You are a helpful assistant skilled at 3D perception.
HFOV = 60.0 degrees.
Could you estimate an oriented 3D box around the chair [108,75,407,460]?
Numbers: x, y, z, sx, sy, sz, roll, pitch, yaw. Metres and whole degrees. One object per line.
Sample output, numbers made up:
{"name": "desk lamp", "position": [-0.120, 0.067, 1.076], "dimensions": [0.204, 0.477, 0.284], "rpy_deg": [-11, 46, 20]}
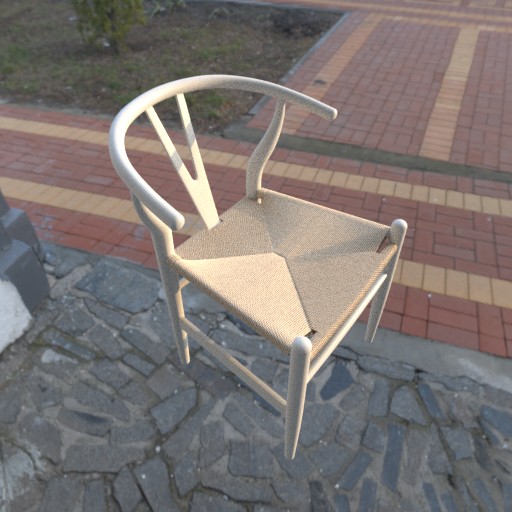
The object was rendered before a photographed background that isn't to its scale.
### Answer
{"name": "chair", "position": [0.000, 0.000, 1.121], "dimensions": [0.579, 0.730, 0.569], "rpy_deg": [26, 48, 26]}
